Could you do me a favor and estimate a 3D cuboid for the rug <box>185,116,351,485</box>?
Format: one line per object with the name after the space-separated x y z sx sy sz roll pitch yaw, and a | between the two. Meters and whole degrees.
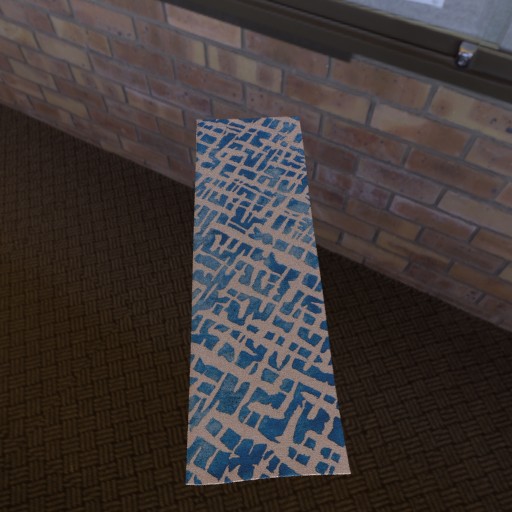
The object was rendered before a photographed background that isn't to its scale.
0.000 0.000 2.689 0.768 0.011 2.446 -2 58 -1 | rug
